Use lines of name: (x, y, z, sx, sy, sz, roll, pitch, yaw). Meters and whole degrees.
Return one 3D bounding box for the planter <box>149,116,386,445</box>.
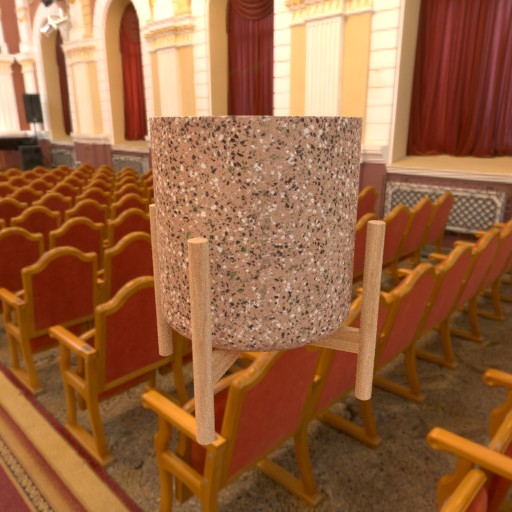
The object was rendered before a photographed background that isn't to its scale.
planter: (0.000, 0.000, 0.704, 0.360, 0.419, 0.360, 16, 23, 42)
